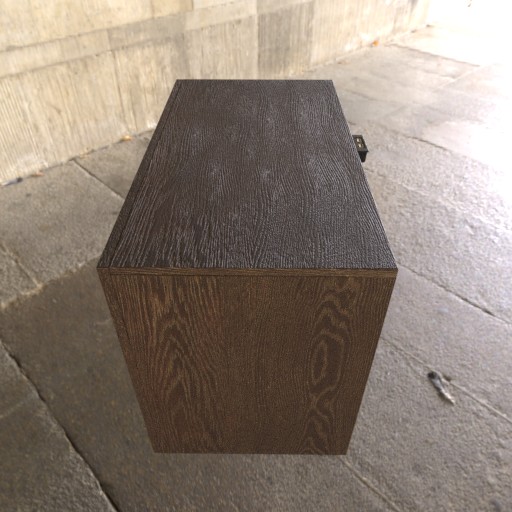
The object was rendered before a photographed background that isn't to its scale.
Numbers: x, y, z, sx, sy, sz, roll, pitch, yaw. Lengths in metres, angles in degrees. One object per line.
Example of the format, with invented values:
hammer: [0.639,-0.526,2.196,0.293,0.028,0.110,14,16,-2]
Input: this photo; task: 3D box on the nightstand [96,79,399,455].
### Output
nightstand: [0.000,0.000,1.117,0.457,0.612,0.775,0,40,0]
